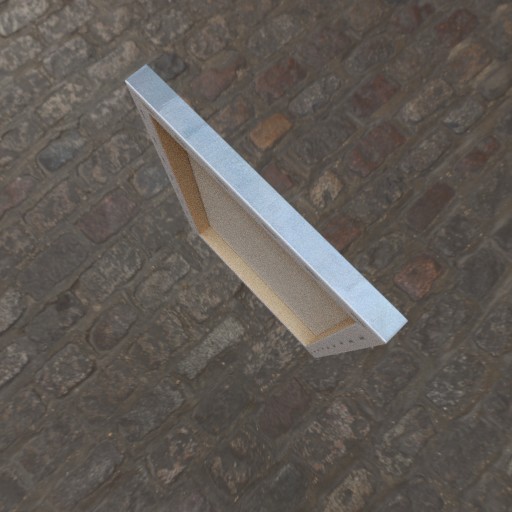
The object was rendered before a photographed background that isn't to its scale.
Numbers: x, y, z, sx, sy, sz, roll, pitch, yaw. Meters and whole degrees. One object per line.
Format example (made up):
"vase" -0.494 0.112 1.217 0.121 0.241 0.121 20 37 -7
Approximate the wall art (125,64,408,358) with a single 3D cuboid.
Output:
"wall art" 0.000 0.000 0.823 0.037 0.613 0.455 -42 79 -10
